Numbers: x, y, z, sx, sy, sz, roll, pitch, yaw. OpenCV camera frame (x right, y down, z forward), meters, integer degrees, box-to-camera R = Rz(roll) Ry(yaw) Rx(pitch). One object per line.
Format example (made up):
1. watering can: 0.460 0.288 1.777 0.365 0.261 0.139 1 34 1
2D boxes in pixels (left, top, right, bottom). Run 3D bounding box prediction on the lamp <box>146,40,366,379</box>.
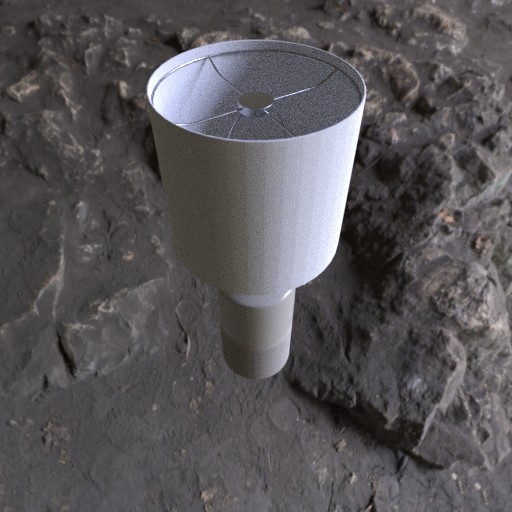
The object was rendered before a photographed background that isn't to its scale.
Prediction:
1. lamp: 0.000 0.000 0.610 0.212 0.493 0.212 -24 51 -21
